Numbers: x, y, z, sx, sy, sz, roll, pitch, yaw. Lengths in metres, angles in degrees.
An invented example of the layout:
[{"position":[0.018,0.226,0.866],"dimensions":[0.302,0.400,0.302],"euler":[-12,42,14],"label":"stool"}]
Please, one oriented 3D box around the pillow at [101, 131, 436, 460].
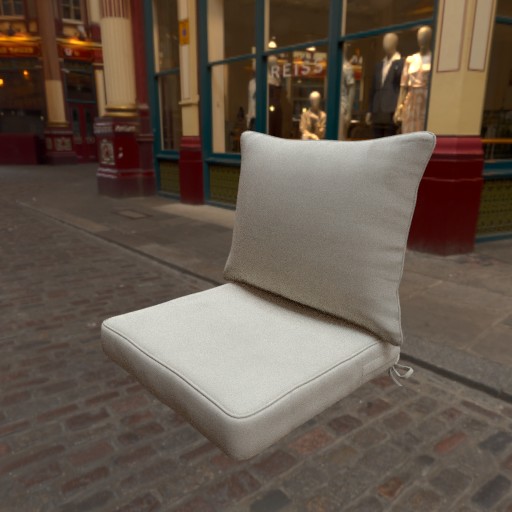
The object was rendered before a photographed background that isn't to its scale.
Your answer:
[{"position":[0.000,0.000,1.320],"dimensions":[0.733,0.716,0.798],"euler":[-14,21,-41],"label":"pillow"}]
